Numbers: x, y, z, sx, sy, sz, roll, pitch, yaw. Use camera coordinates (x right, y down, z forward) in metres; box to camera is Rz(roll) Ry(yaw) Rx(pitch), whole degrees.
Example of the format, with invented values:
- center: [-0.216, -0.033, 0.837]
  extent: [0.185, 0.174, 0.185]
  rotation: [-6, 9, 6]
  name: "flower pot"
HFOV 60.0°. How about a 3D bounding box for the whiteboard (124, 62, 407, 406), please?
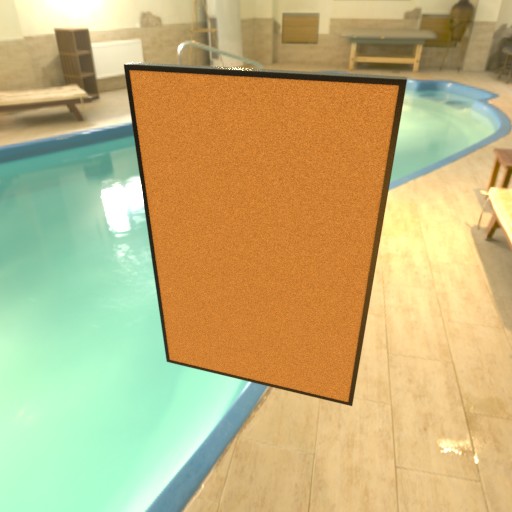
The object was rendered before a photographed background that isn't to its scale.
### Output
- center: [0.000, 0.000, 0.778]
  extent: [0.406, 0.611, 0.026]
  rotation: [9, 33, 15]
  name: "whiteboard"
